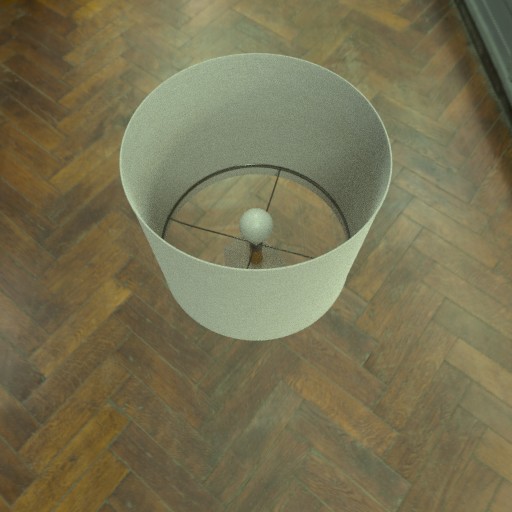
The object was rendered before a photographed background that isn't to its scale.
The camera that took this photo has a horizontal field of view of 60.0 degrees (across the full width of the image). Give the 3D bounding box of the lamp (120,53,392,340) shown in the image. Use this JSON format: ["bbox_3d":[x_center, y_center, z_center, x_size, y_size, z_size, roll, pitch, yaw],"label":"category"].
[{"bbox_3d":[0.000,0.000,0.561,0.229,0.417,0.229,-34,69,-15],"label":"lamp"}]
